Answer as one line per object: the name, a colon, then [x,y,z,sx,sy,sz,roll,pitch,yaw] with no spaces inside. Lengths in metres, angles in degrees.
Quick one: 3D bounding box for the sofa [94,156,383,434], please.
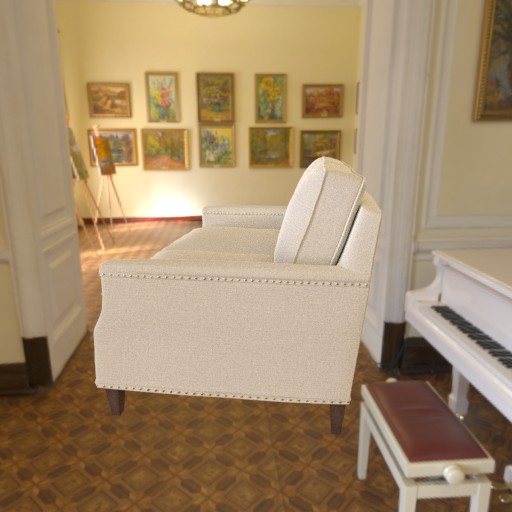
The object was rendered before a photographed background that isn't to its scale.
sofa: [0.000,0.000,2.338,1.084,1.003,1.597,2,15,8]
